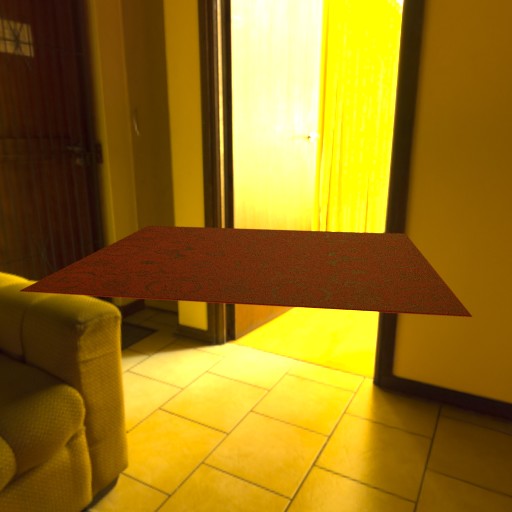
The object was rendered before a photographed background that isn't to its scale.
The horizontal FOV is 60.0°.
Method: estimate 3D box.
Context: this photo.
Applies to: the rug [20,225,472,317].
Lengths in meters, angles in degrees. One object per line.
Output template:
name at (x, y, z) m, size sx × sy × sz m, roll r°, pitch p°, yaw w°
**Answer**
rug at (0.000, 0.000, 3.915) m, size 2.929 × 0.012 × 2.300 m, roll 2°, pitch 15°, yaw 8°
